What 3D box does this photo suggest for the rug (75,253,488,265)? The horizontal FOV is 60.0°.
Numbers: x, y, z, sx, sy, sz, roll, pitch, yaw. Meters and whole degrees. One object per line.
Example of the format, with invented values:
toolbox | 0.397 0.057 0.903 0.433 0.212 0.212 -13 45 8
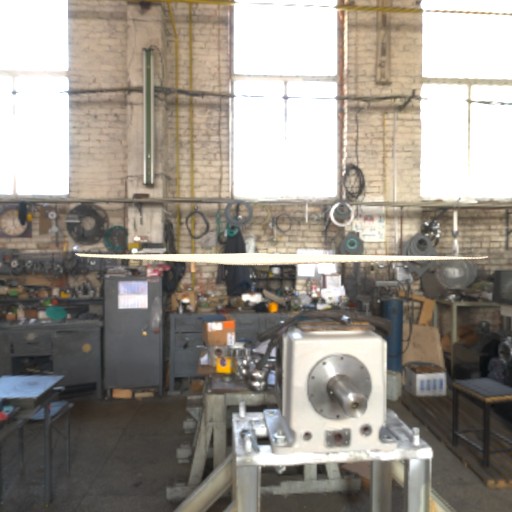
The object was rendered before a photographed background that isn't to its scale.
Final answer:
rug | 0.000 0.000 3.862 2.277 0.035 2.897 -1 1 -36
